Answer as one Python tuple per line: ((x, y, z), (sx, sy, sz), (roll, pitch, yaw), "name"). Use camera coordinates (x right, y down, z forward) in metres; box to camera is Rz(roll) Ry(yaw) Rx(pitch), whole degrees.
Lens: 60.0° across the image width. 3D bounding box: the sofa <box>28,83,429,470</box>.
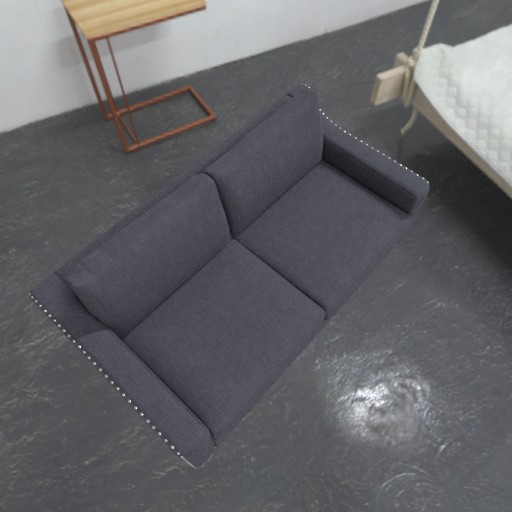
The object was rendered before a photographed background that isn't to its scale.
((0.000, 0.000, 3.191), (1.336, 1.196, 2.550), (38, 66, 20), "sofa")
